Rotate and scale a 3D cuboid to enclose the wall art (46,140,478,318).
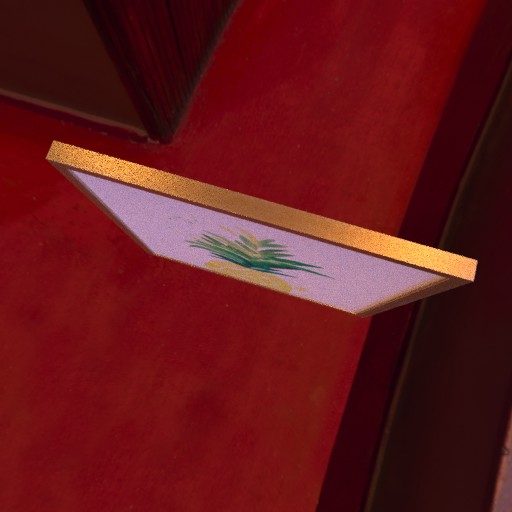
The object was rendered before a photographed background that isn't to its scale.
[{"bbox_3d":[0.000,0.000,1.131,0.762,0.760,0.037,16,78,4],"label":"wall art"}]
